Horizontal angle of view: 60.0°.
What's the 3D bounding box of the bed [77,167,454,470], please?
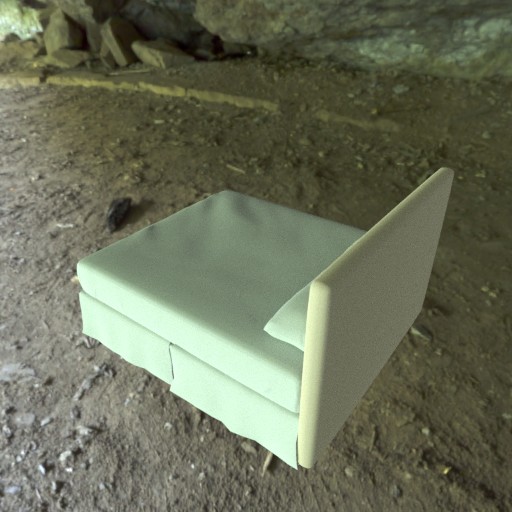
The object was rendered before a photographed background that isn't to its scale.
[{"bbox_3d":[0.000,0.000,3.328,2.142,1.330,1.884,21,37,31],"label":"bed"}]
